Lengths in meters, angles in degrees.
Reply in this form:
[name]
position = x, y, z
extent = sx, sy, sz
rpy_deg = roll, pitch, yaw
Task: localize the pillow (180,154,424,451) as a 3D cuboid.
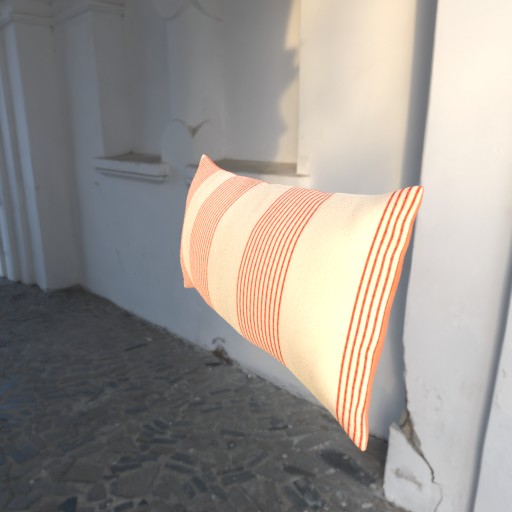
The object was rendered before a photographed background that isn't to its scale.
[pillow]
position = 0.000, 0.000, 0.717
extent = 0.156, 0.292, 0.608
rpy_deg = -8, 18, -26
